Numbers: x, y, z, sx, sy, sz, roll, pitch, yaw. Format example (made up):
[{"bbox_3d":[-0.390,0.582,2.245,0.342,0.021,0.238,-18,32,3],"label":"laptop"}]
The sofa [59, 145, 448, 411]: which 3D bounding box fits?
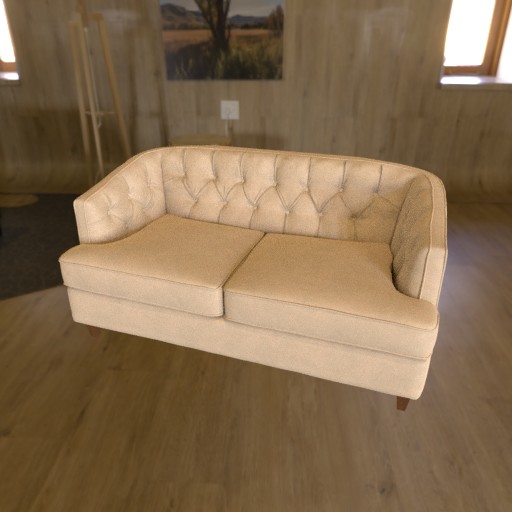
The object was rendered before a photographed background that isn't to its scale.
[{"bbox_3d":[0.000,0.000,2.260,1.731,0.878,0.940,9,28,17],"label":"sofa"}]
